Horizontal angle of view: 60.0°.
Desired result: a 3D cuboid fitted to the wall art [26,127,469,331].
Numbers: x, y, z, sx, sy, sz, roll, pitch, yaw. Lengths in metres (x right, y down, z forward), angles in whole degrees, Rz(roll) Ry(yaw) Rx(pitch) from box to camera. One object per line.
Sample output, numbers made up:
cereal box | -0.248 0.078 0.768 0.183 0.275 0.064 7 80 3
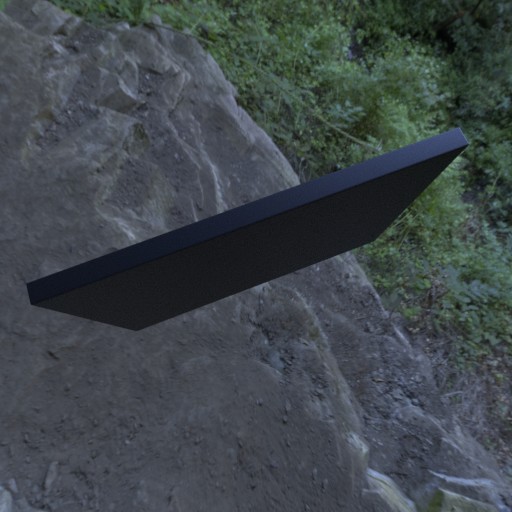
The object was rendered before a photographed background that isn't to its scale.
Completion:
wall art | 0.000 0.000 0.750 0.558 0.457 0.031 -20 77 -5
